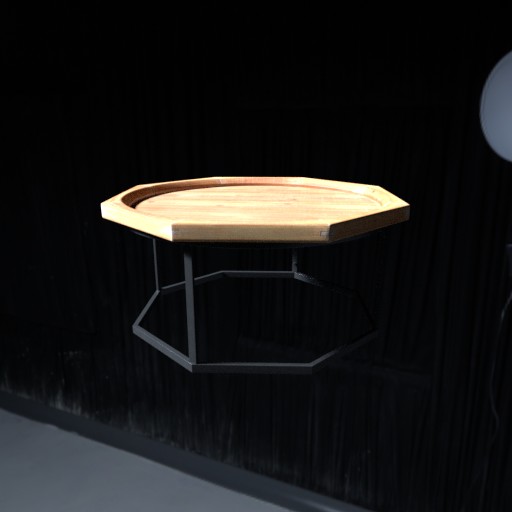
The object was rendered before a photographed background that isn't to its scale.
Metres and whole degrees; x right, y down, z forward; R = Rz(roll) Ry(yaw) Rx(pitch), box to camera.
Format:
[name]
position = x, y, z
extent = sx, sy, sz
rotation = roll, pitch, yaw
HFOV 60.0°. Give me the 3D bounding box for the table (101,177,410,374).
[table]
position = 0.000, 0.000, 1.574
extent = 1.002, 0.444, 1.002
rotation = 0, 17, 0
